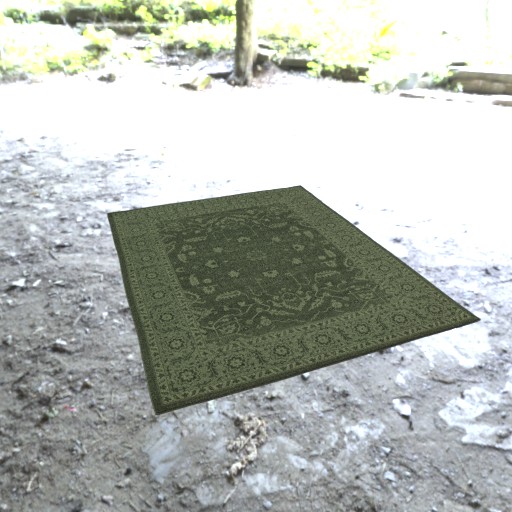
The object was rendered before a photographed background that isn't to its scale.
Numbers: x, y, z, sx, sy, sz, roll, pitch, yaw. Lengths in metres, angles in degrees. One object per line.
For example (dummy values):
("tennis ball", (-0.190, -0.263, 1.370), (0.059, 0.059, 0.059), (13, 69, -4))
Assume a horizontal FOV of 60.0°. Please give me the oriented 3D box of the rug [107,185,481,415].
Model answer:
("rug", (0.000, 0.000, 4.183), (2.451, 0.026, 3.069), (-11, 32, -18))
